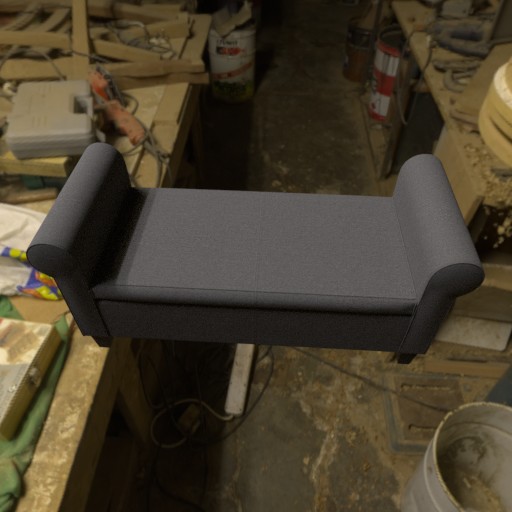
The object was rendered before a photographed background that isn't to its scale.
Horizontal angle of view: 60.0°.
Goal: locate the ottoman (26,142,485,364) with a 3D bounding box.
[{"bbox_3d":[0.000,0.000,1.535,1.256,0.547,0.521,3,46,3],"label":"ottoman"}]
